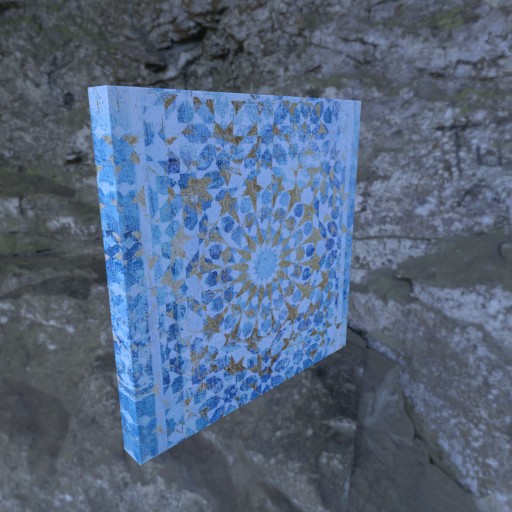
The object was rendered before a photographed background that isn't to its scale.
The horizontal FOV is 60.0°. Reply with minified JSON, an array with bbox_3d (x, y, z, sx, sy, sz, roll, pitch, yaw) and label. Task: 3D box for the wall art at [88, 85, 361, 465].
[{"bbox_3d":[0.000,0.000,0.595,0.405,0.405,0.037,-16,23,-42],"label":"wall art"}]
